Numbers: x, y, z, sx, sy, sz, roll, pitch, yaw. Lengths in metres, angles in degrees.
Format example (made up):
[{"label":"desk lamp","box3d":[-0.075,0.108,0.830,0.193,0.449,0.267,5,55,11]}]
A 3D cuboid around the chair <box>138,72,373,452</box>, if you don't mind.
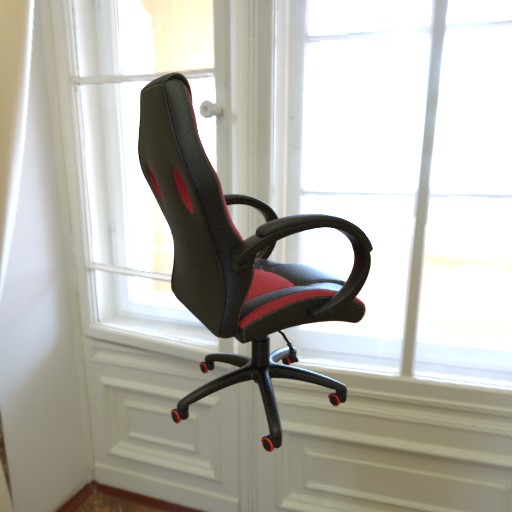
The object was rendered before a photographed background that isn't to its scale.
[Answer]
[{"label":"chair","box3d":[0.000,0.000,1.621,0.724,1.187,0.673,-7,16,-27]}]
